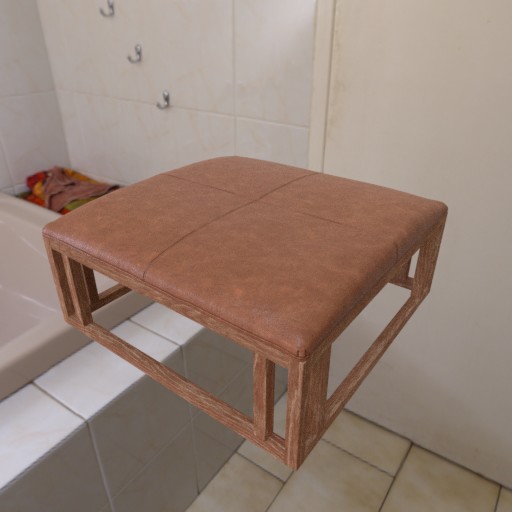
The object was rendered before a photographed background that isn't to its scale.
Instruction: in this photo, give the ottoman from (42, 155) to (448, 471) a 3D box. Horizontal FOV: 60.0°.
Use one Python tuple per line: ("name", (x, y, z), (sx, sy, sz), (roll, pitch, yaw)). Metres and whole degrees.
("ottoman", (0.000, 0.000, 1.611), (1.016, 0.442, 1.013), (20, 35, 32))
